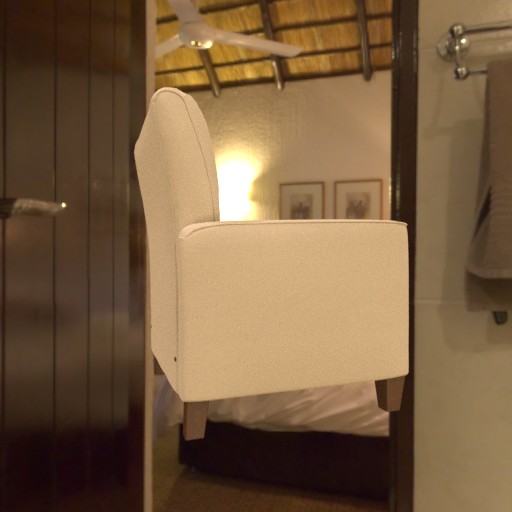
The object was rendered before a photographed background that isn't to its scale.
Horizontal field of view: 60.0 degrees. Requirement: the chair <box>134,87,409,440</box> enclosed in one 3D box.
[{"bbox_3d":[0.000,0.000,1.697,0.858,1.028,0.841,0,0,-20],"label":"chair"}]
